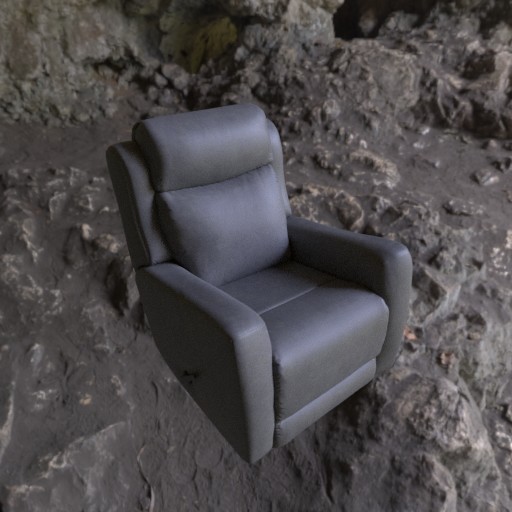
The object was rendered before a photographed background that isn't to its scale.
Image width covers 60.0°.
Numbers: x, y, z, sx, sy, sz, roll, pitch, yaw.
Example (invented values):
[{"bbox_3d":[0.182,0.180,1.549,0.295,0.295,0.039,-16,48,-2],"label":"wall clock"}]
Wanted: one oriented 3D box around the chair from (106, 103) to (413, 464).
[{"bbox_3d":[0.000,0.000,1.975,0.967,1.116,1.068,-21,36,-32],"label":"chair"}]
